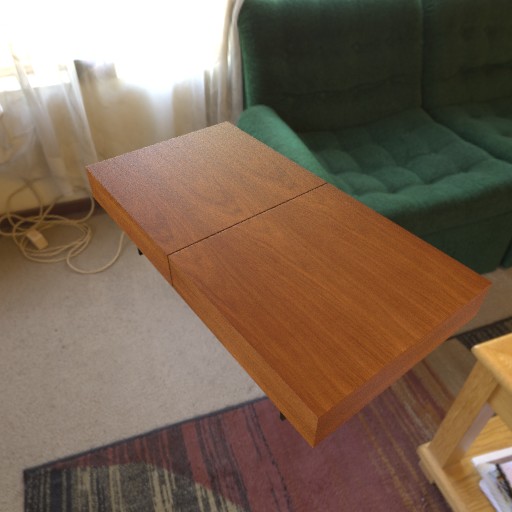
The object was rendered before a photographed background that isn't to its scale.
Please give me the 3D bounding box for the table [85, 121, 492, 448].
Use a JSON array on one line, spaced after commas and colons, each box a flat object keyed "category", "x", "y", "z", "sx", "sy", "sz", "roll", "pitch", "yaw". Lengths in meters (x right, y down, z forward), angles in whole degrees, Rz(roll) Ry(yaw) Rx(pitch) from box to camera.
[{"category": "table", "x": 0.000, "y": 0.000, "z": 1.459, "sx": 0.610, "sy": 0.330, "sz": 1.194, "roll": -27, "pitch": 48, "yaw": -27}]
